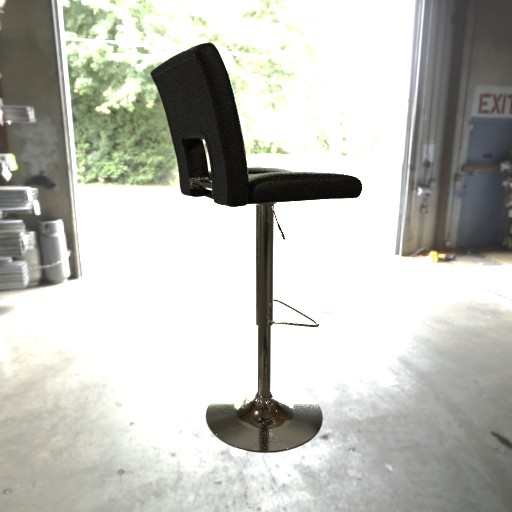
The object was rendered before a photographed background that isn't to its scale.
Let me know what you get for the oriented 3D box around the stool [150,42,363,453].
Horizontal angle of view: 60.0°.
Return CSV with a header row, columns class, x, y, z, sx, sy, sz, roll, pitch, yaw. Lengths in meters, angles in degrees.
class,x,y,z,sx,sy,sz,roll,pitch,yaw
stool,0.000,0.000,1.409,0.520,1.151,0.415,-7,16,-27
